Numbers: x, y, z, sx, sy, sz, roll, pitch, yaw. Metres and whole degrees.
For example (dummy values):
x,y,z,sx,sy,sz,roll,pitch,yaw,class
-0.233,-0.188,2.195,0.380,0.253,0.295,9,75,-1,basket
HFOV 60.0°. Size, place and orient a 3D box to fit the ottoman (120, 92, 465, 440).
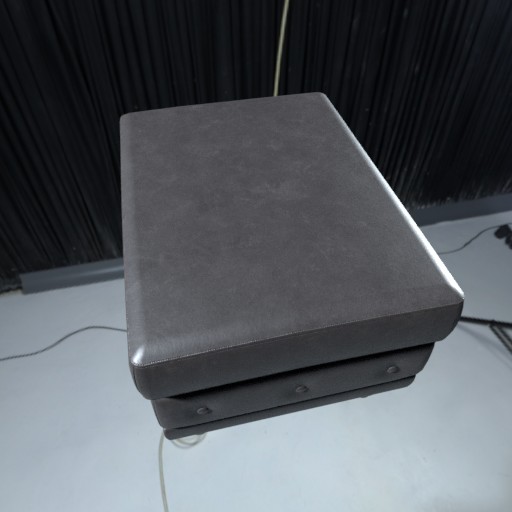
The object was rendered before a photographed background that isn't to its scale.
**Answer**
x,y,z,sx,sy,sz,roll,pitch,yaw,class
0.000,0.000,1.137,0.590,0.498,0.795,-10,48,-9,ottoman
